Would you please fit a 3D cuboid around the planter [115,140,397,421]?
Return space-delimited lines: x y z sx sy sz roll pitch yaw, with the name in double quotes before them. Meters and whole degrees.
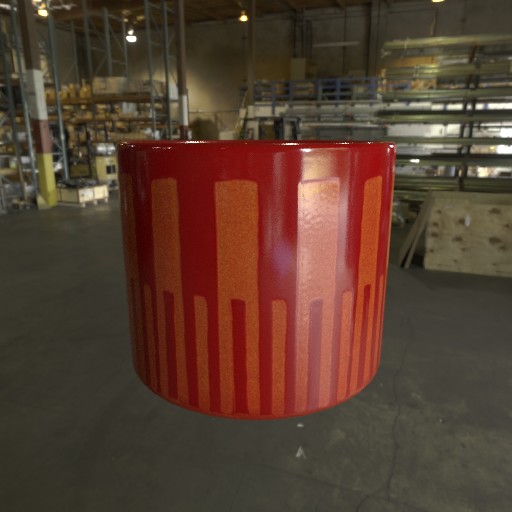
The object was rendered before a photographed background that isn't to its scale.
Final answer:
"planter" 0.000 0.000 0.403 0.230 0.202 0.230 0 15 0
